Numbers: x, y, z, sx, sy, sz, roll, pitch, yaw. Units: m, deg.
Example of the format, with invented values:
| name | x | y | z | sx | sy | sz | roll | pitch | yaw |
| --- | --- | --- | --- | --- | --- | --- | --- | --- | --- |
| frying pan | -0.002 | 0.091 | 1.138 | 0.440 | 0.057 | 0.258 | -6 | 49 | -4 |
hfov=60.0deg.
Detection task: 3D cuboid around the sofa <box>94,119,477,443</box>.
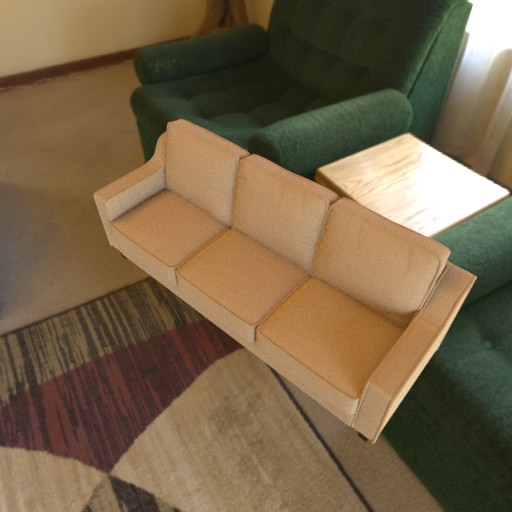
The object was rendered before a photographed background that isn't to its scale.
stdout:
| name | x | y | z | sx | sy | sz | roll | pitch | yaw |
| --- | --- | --- | --- | --- | --- | --- | --- | --- | --- |
| sofa | 0.000 | 0.000 | 2.596 | 2.131 | 0.902 | 0.791 | 32 | 54 | 27 |
